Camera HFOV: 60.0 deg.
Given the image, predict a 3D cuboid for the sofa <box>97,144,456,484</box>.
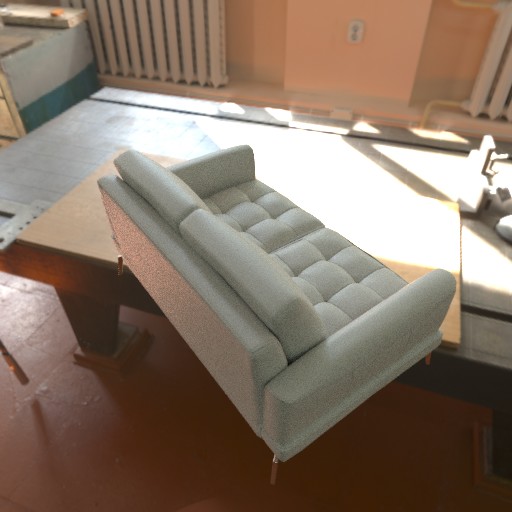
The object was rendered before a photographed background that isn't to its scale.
[{"bbox_3d":[0.000,0.000,2.451,1.121,0.930,1.819,-25,46,-27],"label":"sofa"}]
